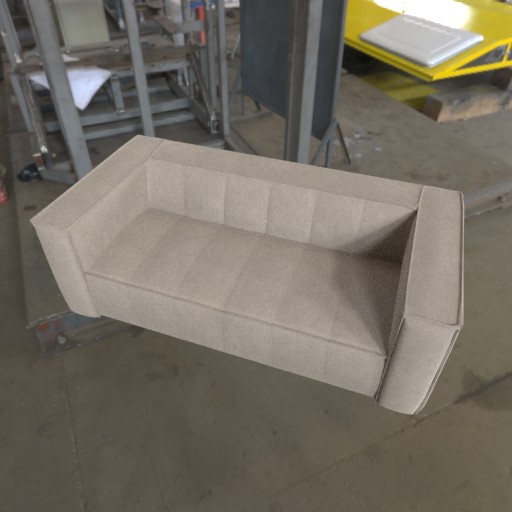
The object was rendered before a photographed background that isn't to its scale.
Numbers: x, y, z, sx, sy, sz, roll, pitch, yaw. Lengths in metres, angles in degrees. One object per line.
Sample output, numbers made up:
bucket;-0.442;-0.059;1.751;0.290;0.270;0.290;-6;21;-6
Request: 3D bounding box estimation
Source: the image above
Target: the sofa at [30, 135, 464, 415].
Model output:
sofa;0.000;0.000;2.431;1.995;0.680;1.038;13;43;15
